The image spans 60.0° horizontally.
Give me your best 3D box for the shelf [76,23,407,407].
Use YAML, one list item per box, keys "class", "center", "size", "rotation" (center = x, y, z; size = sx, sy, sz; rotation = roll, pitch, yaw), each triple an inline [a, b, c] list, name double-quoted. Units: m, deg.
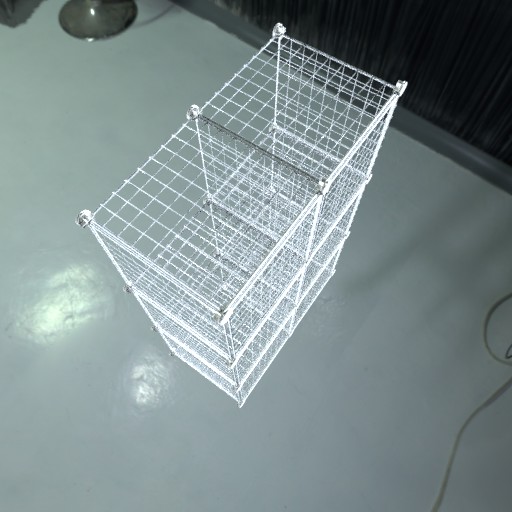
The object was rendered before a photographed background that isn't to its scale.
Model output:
- class: "shelf"
  center: [0.000, 0.000, 1.411]
  size: [0.356, 1.067, 0.711]
  rotation: [32, 68, 15]
